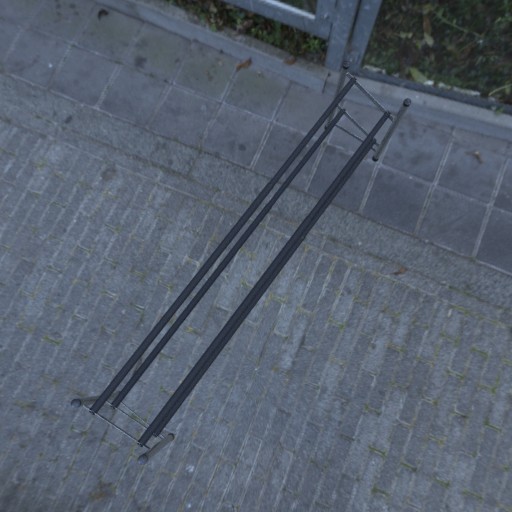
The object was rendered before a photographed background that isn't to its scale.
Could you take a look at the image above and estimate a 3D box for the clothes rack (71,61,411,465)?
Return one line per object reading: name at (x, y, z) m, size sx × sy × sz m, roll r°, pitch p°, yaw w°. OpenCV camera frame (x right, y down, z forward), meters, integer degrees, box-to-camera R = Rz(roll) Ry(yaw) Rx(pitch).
clothes rack at (0.000, 0.000, 1.302) m, size 0.229 × 0.349 × 1.168 m, roll 36°, pitch 78°, yaw 8°
